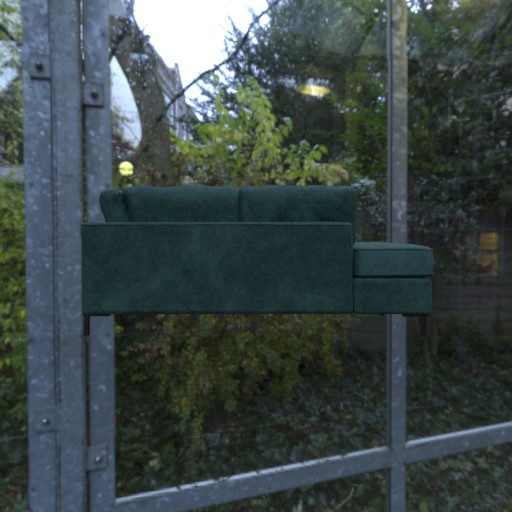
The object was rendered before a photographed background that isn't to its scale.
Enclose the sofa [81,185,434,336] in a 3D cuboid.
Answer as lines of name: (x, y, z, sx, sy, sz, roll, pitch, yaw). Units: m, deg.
sofa: (0.000, 0.000, 3.908, 1.992, 0.861, 2.994, 0, 1, 0)
